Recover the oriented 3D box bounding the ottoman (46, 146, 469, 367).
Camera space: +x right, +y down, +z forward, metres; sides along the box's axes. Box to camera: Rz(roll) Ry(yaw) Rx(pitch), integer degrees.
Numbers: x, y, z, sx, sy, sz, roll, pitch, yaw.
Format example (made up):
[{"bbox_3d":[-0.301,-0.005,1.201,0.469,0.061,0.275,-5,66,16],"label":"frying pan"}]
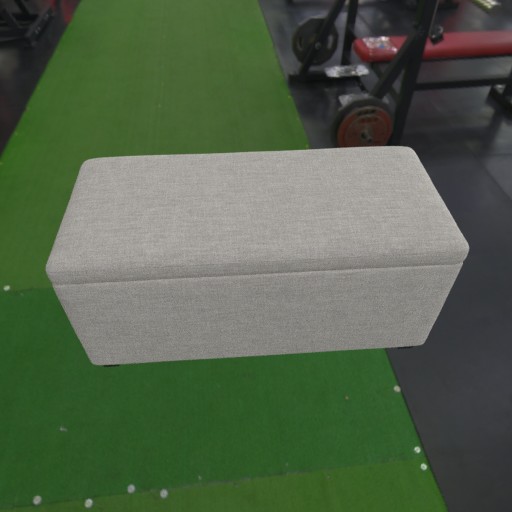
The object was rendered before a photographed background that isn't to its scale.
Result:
[{"bbox_3d":[0.000,0.000,1.178,0.902,0.432,0.419,-3,46,-3],"label":"ottoman"}]
